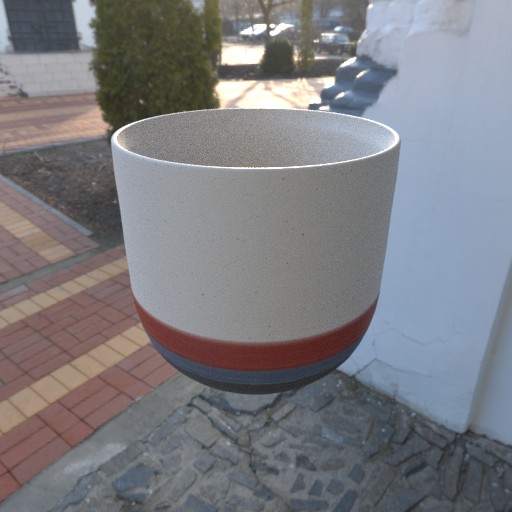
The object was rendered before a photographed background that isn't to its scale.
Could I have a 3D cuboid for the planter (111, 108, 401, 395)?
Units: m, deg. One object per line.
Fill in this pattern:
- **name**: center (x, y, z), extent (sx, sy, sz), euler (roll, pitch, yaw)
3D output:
- **planter**: center (0.000, 0.000, 0.483), extent (0.268, 0.270, 0.268), euler (0, 27, 0)
